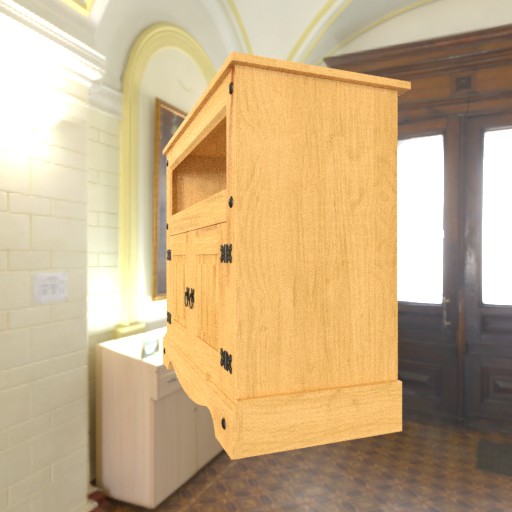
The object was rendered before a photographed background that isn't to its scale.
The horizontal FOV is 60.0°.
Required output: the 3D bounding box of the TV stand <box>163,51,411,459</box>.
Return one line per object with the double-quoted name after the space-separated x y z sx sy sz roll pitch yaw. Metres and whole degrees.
0.000 0.000 1.325 0.430 0.787 0.851 0 0 -21 "TV stand"
